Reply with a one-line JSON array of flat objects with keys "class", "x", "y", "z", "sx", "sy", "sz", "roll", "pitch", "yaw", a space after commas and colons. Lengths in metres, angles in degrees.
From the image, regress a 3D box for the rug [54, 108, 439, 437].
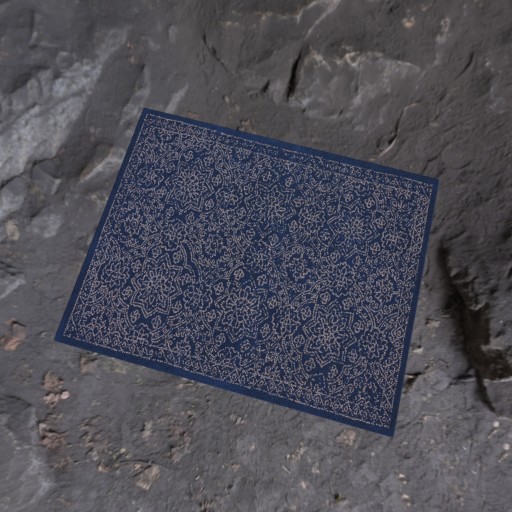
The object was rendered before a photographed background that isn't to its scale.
[{"class": "rug", "x": 0.000, "y": 0.000, "z": 4.121, "sx": 3.048, "sy": 0.010, "sz": 2.438, "roll": 15, "pitch": 75, "yaw": 4}]
